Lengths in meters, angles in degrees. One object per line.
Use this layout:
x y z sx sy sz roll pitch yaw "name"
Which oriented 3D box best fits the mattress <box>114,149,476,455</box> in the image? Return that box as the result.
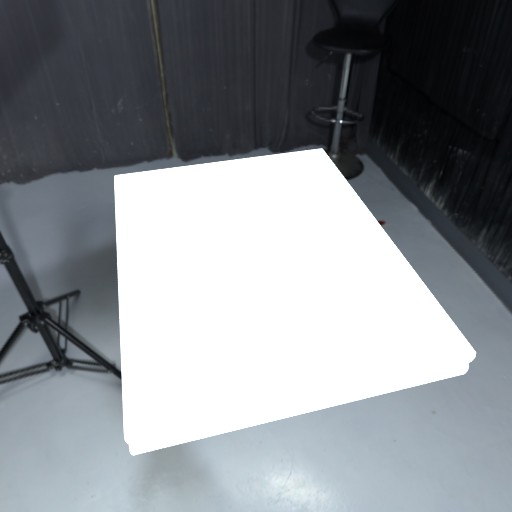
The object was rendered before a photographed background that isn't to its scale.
0.000 0.000 2.675 1.600 0.200 2.000 -10 43 -11 "mattress"
